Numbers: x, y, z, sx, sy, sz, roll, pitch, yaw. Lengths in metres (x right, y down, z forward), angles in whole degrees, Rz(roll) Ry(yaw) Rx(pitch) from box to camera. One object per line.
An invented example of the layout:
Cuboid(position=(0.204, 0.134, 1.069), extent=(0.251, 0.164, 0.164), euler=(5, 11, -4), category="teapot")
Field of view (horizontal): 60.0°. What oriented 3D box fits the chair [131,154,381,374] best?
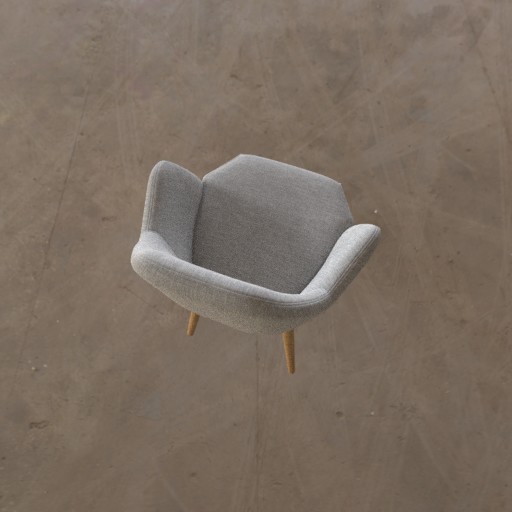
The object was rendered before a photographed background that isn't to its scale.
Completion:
Cuboid(position=(0.000, 0.000, 1.247), extent=(0.590, 0.840, 0.610), euler=(19, 64, 9), category="chair")
